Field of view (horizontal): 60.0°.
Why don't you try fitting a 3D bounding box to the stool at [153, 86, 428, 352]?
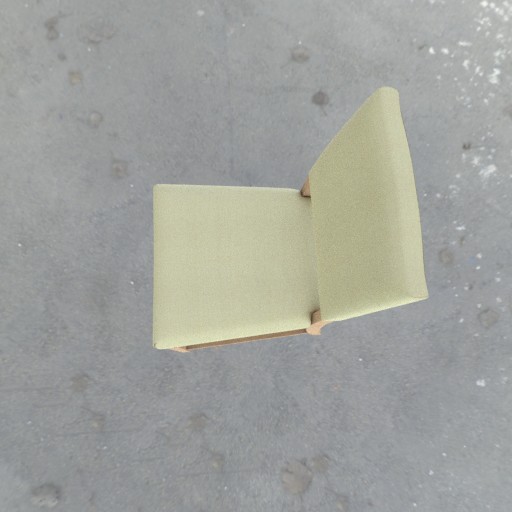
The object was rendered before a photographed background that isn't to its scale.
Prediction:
[{"bbox_3d":[0.000,0.000,1.313,0.623,0.986,0.508,-3,76,-1],"label":"stool"}]
